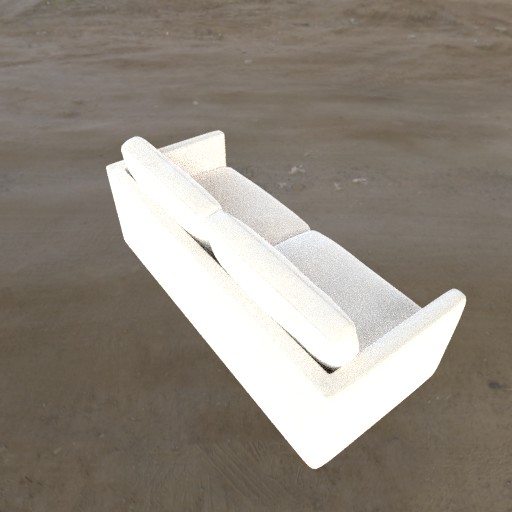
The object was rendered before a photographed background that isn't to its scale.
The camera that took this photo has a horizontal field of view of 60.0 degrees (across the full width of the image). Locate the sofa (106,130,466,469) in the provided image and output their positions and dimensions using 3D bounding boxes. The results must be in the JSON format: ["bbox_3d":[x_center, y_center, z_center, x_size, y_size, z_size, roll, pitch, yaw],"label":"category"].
[{"bbox_3d":[0.000,0.000,2.641,0.924,0.933,2.139,-26,48,-26],"label":"sofa"}]
